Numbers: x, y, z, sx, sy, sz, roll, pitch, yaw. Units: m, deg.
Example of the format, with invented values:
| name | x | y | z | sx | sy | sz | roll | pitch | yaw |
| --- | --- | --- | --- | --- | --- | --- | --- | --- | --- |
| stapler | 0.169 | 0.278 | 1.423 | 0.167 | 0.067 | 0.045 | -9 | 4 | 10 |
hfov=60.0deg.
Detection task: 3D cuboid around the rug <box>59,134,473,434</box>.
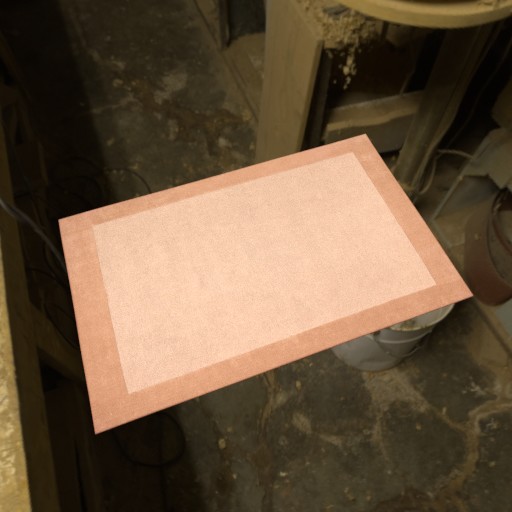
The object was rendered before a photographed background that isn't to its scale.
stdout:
| name | x | y | z | sx | sy | sz | roll | pitch | yaw |
| --- | --- | --- | --- | --- | --- | --- | --- | --- | --- |
| rug | 0.000 | 0.000 | 3.007 | 2.438 | 0.014 | 1.524 | -18 | 62 | -10 |
